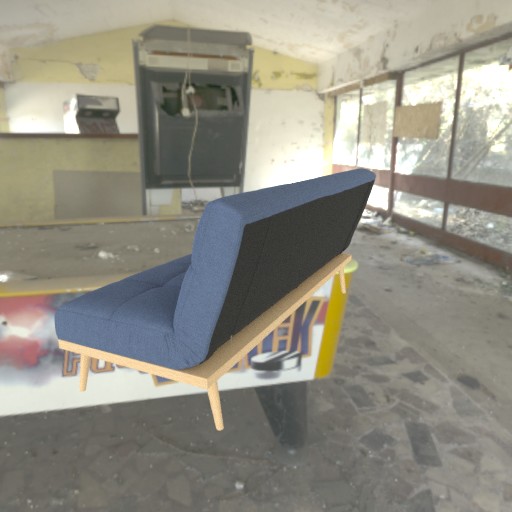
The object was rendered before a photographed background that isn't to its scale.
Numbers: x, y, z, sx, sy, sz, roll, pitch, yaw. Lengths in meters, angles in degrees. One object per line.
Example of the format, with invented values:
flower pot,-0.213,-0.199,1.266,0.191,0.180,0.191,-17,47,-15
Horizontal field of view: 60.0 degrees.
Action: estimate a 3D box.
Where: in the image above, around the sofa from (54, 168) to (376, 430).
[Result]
sofa,0.000,0.000,2.218,0.796,0.800,1.800,7,16,25
